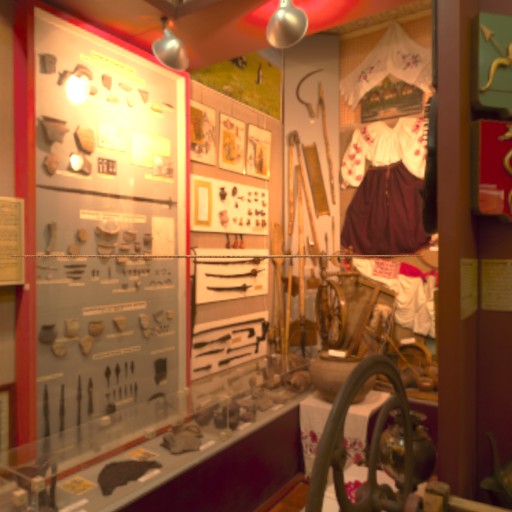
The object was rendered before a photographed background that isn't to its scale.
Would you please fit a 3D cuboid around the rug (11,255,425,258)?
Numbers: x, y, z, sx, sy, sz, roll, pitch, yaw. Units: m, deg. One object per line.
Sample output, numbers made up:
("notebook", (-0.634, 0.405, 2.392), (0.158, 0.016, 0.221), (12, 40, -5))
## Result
("rug", (0.000, 0.000, 2.929), (1.519, 0.007, 2.428), (0, 0, 36))
